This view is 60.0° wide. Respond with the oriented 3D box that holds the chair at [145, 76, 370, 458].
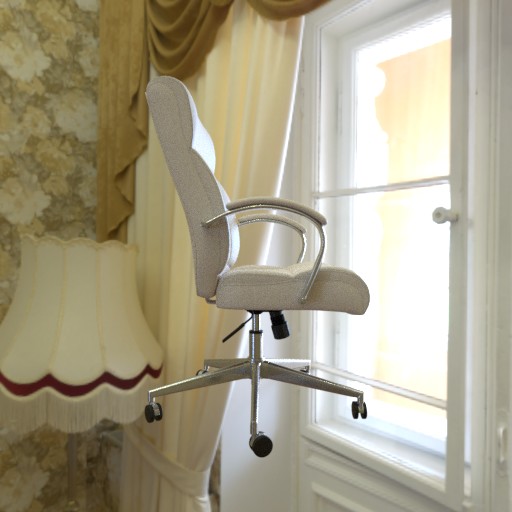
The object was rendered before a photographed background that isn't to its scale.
[{"bbox_3d":[0.000,0.000,1.566,0.745,1.099,0.727,0,1,1],"label":"chair"}]
